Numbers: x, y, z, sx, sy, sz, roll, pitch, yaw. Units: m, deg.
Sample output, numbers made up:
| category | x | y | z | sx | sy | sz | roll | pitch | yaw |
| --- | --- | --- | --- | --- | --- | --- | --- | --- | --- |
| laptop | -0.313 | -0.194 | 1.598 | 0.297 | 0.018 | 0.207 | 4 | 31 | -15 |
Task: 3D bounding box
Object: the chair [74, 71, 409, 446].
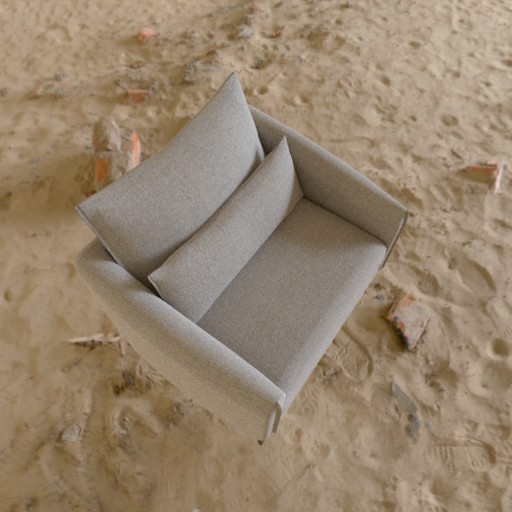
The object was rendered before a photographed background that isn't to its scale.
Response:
| category | x | y | z | sx | sy | sz | roll | pitch | yaw |
| --- | --- | --- | --- | --- | --- | --- | --- | --- | --- |
| chair | 0.000 | 0.000 | 1.670 | 0.801 | 0.856 | 1.029 | 31 | 63 | 18 |
